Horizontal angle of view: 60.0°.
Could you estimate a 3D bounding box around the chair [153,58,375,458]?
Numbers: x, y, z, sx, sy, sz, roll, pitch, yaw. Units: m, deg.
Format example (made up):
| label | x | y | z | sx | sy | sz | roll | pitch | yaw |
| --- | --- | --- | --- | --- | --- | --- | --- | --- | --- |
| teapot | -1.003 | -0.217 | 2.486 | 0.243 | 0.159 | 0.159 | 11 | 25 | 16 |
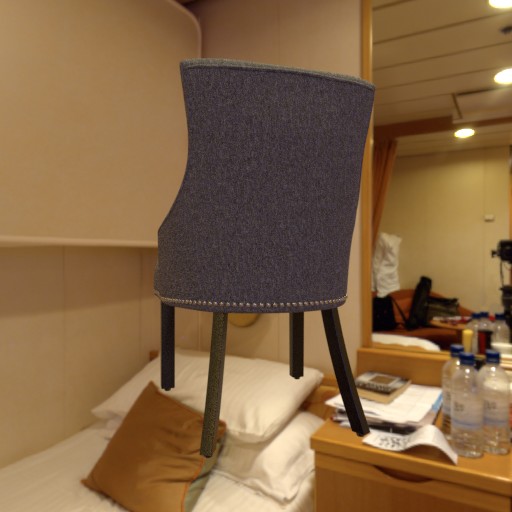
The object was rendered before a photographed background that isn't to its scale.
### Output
| label | x | y | z | sx | sy | sz | roll | pitch | yaw |
| --- | --- | --- | --- | --- | --- | --- | --- | --- | --- |
| chair | 0.000 | 0.000 | 1.316 | 0.566 | 0.909 | 0.629 | 0 | 0 | -17 |
